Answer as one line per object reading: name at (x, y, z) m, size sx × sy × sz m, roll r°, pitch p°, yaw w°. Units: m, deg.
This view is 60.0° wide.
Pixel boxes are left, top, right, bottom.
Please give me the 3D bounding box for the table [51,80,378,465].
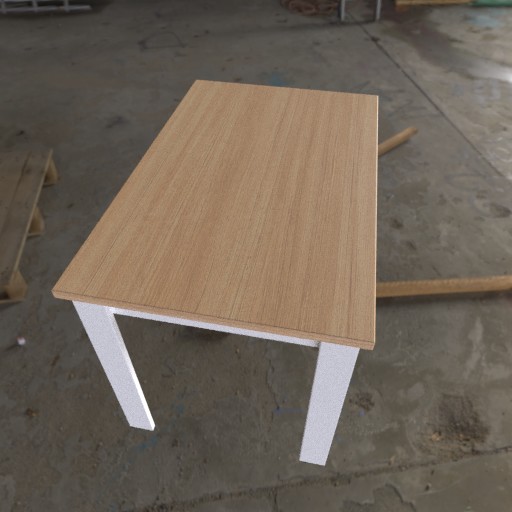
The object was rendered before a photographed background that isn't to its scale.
table at (0.000, 0.000, 1.565) m, size 0.700 × 0.734 × 1.100 m, roll 8°, pitch 46°, yaw 8°
